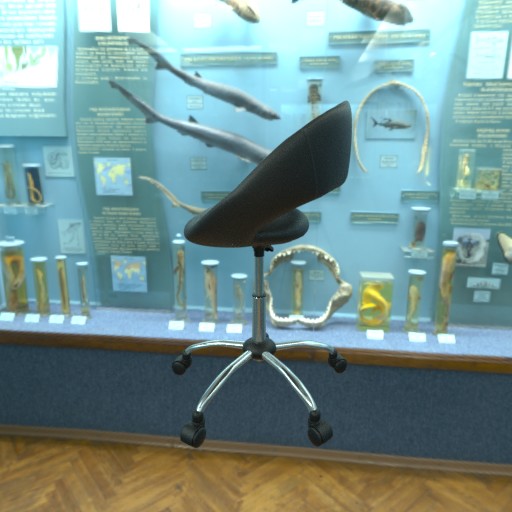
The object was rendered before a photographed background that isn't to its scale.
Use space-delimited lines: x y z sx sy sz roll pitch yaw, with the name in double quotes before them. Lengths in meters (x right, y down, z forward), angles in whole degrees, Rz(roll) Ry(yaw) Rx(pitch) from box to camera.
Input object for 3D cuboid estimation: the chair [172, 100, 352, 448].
"chair" 0.000 0.000 1.204 0.538 0.791 0.612 2 14 8
